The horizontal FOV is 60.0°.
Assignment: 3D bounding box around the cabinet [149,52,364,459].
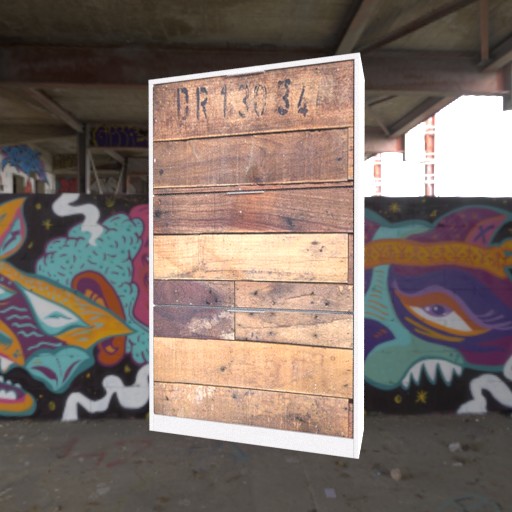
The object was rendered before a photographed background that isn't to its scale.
[{"bbox_3d":[0.000,0.000,1.614,0.750,1.280,0.250,0,1,17],"label":"cabinet"}]
